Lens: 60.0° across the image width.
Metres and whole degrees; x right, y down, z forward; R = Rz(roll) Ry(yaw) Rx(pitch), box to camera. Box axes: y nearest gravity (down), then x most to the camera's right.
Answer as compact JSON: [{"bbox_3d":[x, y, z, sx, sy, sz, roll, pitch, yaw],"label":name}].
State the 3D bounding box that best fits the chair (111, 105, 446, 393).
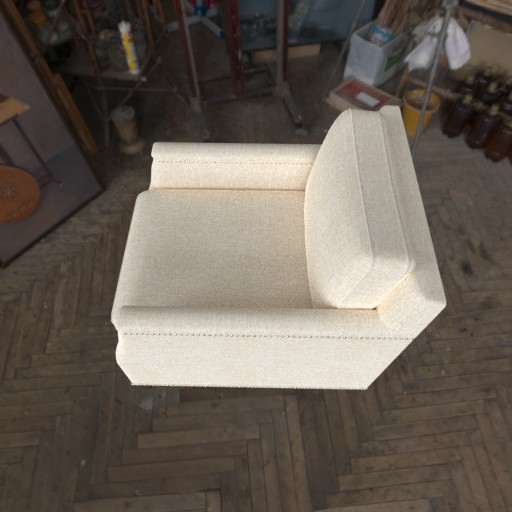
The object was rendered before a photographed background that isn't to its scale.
[{"bbox_3d":[0.000,0.000,1.755,1.041,0.940,0.838,1,57,1],"label":"chair"}]
